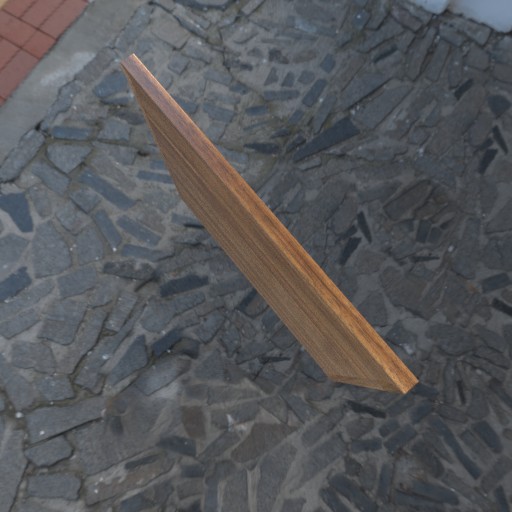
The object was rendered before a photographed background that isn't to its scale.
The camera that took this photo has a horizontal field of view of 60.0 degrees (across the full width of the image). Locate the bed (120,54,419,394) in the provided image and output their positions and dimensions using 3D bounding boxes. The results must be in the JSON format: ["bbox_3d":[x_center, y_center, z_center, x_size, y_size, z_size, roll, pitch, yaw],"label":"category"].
[{"bbox_3d":[0.000,0.000,1.487,0.043,0.940,1.041,-38,79,-9],"label":"bed"}]
